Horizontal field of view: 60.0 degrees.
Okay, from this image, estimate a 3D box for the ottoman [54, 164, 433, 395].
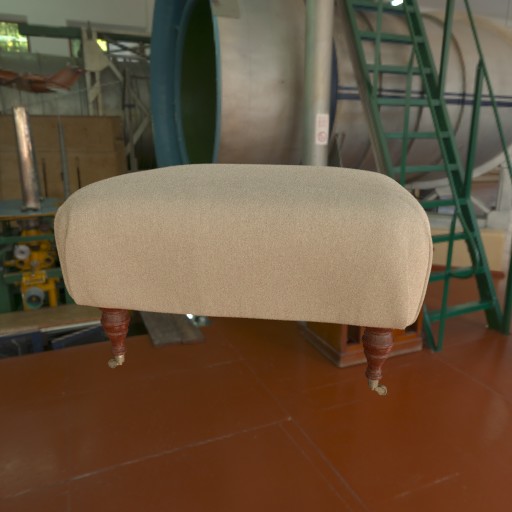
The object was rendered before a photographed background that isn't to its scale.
[{"bbox_3d":[0.000,0.000,1.123,0.746,0.450,0.639,3,15,10],"label":"ottoman"}]
